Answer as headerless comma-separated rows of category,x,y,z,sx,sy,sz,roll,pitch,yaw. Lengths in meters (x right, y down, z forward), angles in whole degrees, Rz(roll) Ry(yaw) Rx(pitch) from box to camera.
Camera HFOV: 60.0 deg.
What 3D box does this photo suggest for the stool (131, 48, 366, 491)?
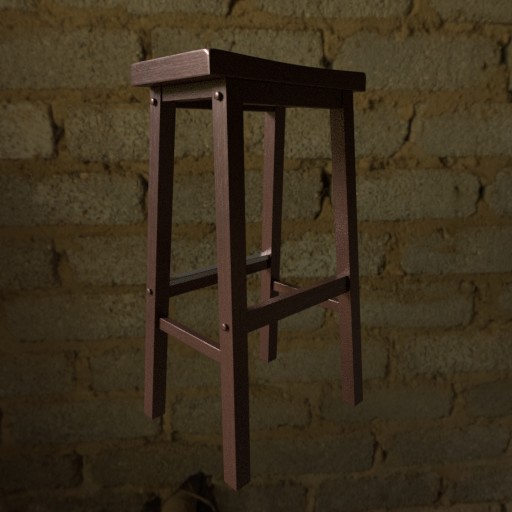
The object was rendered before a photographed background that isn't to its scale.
stool,0.000,0.000,0.945,0.406,0.742,0.322,-14,21,-42
